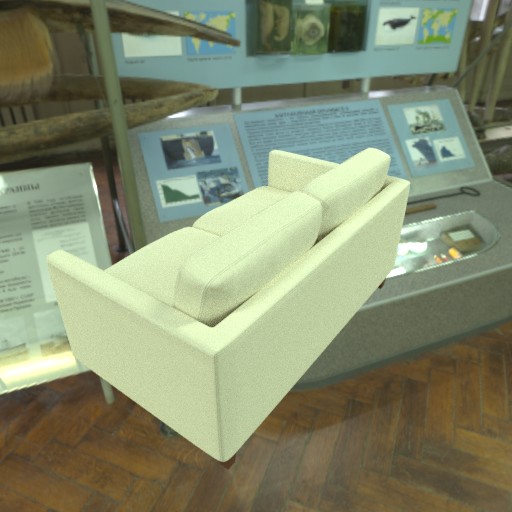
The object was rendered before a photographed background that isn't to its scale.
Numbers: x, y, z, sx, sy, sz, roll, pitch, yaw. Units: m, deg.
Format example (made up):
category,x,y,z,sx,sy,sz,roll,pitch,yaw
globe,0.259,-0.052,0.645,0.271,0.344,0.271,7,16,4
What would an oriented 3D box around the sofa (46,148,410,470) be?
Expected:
category,x,y,z,sx,sy,sz,roll,pitch,yaw
sofa,0.000,0.000,2.271,0.964,0.888,1.702,22,38,30
